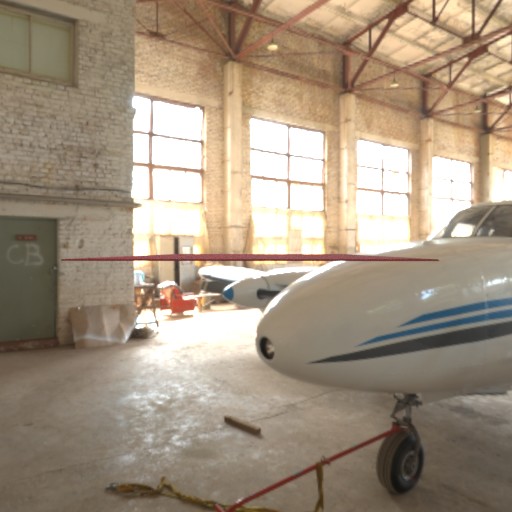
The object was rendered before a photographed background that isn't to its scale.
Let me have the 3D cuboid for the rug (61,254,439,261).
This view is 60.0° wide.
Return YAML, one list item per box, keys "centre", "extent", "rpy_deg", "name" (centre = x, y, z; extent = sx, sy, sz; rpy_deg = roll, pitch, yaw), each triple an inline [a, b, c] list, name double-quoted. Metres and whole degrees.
- centre: [0.000, 0.000, 2.318]
  extent: [1.209, 0.008, 1.814]
  rpy_deg: [0, 1, 2]
  name: "rug"
